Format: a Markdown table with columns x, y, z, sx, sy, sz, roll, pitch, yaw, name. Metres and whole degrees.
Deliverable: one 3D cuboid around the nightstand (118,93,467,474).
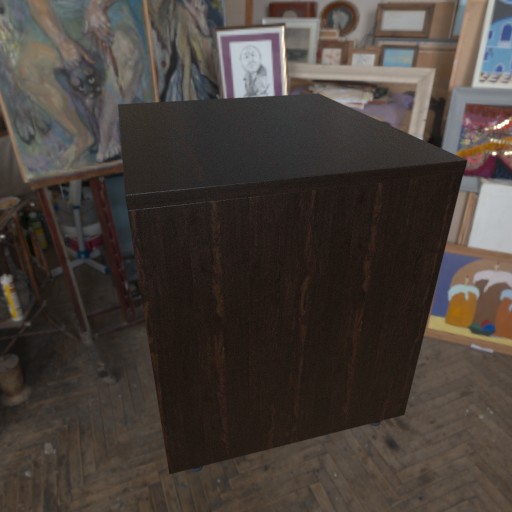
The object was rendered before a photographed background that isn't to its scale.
| x | y | z | sx | sy | sz | roll | pitch | yaw | name |
| --- | --- | --- | --- | --- | --- | --- | --- | --- | --- |
| 0.000 | 0.000 | 0.843 | 0.427 | 0.487 | 0.489 | -8 | 31 | -14 | nightstand |
